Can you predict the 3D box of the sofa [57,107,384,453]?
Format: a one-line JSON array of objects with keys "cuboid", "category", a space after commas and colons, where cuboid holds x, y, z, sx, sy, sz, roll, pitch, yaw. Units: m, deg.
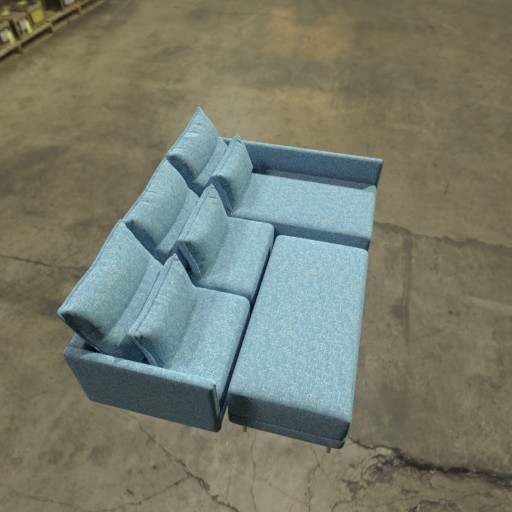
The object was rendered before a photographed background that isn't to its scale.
[{"cuboid": [0.000, 0.000, 2.798, 1.420, 0.899, 2.034, 10, 47, 10], "category": "sofa"}]
